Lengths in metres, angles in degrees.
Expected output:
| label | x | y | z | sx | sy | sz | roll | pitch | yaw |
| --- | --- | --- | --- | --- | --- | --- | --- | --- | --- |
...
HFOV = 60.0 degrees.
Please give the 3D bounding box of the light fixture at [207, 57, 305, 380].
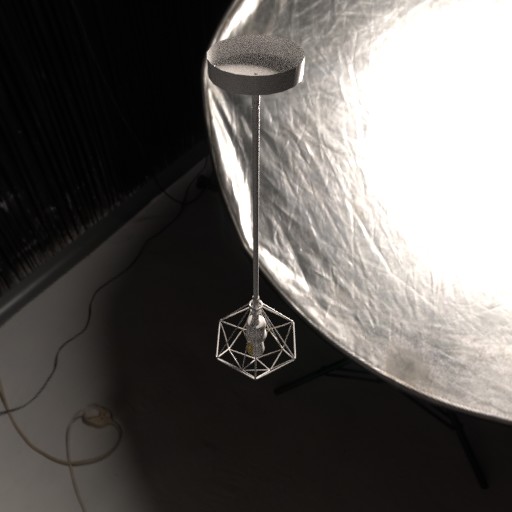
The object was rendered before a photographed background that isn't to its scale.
| label | x | y | z | sx | sy | sz | roll | pitch | yaw |
| --- | --- | --- | --- | --- | --- | --- | --- | --- | --- |
| light fixture | 0.000 | 0.000 | 1.968 | 0.487 | 1.764 | 0.431 | 24 | 51 | 21 |
